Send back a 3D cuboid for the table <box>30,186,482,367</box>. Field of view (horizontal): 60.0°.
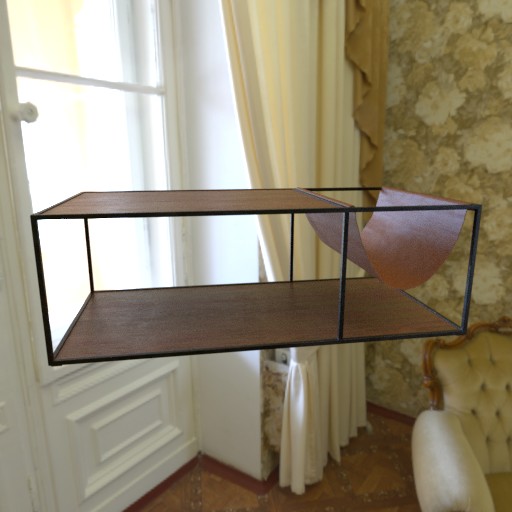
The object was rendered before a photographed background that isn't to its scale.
[{"bbox_3d":[0.000,0.000,1.491,1.199,0.403,0.597,-2,14,-9],"label":"table"}]
